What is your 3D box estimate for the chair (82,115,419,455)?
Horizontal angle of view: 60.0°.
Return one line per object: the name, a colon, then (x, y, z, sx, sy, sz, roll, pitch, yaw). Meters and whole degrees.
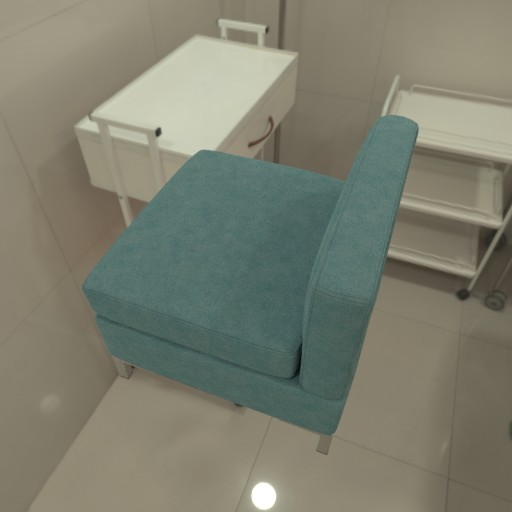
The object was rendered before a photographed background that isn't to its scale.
chair: (0.000, 0.000, 1.249, 0.685, 0.660, 0.684, 15, 48, 15)
